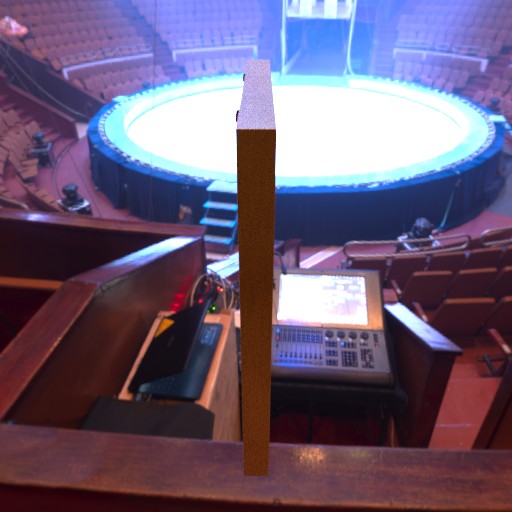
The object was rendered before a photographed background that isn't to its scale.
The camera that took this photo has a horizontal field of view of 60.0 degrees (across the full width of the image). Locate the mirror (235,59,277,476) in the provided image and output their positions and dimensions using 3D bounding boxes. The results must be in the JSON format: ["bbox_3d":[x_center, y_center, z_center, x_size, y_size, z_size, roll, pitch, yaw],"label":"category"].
[{"bbox_3d":[0.000,0.000,0.690,0.041,0.509,0.406,0,32,0],"label":"mirror"}]
